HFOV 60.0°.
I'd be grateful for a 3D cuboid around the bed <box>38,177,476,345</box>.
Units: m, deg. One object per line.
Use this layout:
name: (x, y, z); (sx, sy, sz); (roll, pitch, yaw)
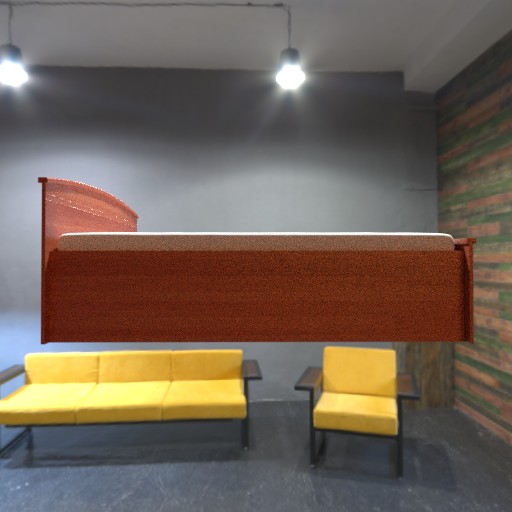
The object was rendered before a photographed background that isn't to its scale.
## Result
bed: (0.000, 0.000, 2.914); (2.053, 0.848, 1.683); (0, -1, -1)
